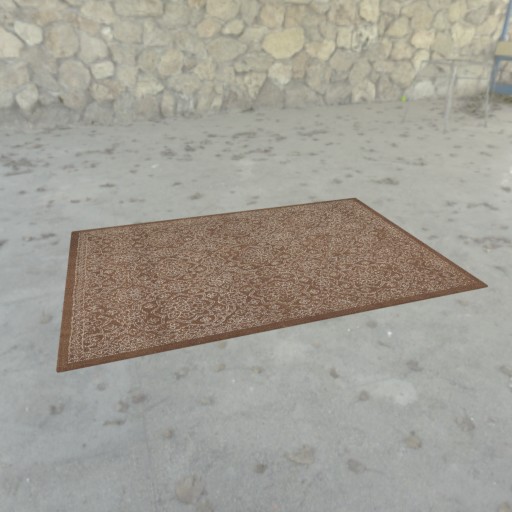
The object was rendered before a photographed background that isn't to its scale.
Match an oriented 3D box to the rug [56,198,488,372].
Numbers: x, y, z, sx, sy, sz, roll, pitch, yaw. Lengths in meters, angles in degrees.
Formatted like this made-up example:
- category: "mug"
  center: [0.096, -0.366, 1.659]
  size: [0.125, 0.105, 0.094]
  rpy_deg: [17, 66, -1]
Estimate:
- category: "rug"
  center: [0.000, 0.000, 2.275]
  size: [1.829, 0.010, 1.219]
  rpy_deg: [-9, 29, -16]
